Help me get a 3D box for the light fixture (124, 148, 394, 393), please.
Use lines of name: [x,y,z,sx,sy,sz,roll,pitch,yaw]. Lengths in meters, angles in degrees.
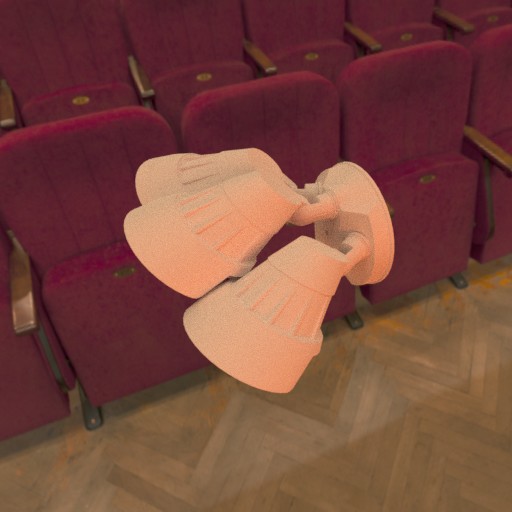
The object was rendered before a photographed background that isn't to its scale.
light fixture: [0.000,0.000,0.538,0.278,0.237,0.369,-17,50,-15]
